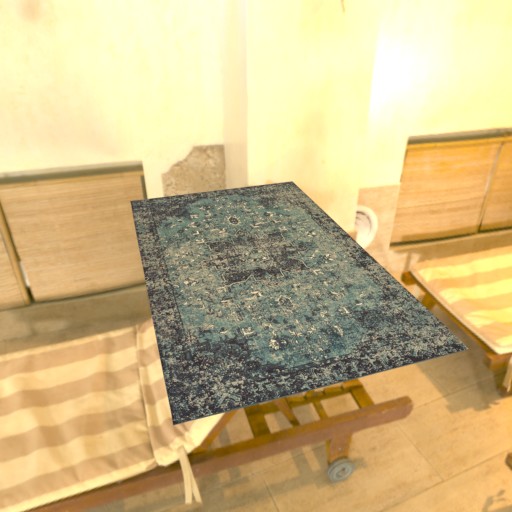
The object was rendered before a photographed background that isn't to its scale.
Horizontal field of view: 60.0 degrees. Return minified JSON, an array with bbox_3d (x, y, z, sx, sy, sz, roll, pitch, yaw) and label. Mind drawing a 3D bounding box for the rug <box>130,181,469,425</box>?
[{"bbox_3d":[0.000,0.000,3.072,1.525,0.007,2.440,-9,32,-15],"label":"rug"}]
